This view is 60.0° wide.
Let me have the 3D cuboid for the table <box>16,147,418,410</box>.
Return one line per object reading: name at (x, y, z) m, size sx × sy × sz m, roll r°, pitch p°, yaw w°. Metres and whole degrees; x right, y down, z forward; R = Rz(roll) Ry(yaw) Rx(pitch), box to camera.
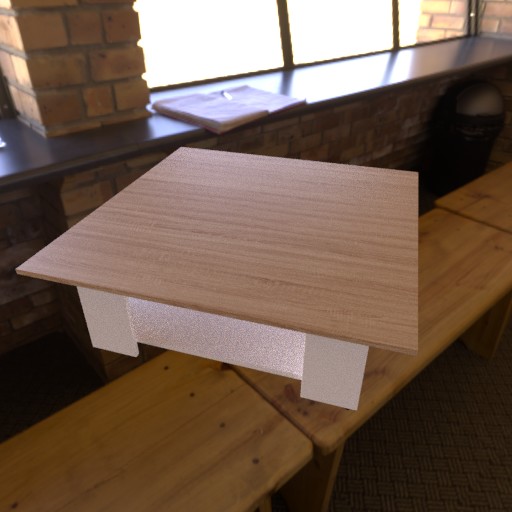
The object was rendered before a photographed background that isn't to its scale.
table at (0.000, 0.000, 1.354) m, size 0.890 × 0.305 × 0.890 m, roll 9°, pitch 34°, yaw 14°
